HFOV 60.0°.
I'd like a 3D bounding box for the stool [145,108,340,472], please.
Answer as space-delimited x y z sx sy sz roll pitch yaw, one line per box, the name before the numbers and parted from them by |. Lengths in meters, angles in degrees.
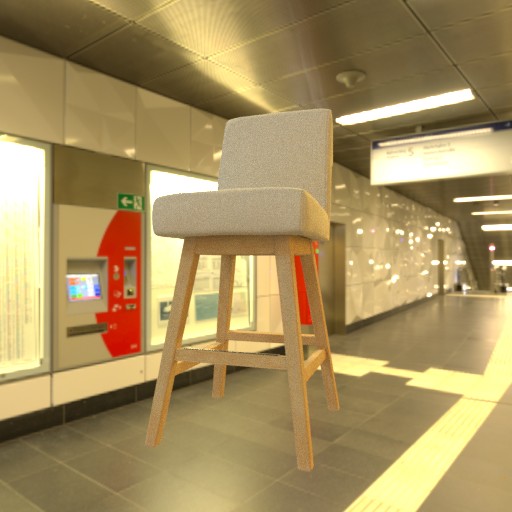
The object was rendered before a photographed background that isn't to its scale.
stool | 0.000 0.000 1.346 0.446 1.015 0.543 0 -1 19
